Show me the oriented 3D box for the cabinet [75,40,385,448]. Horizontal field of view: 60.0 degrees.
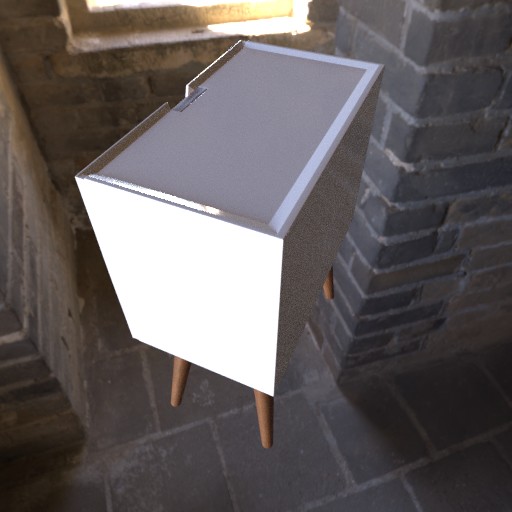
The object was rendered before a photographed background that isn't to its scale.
[{"bbox_3d":[0.000,0.000,1.091,0.344,0.772,0.591,18,49,16],"label":"cabinet"}]
